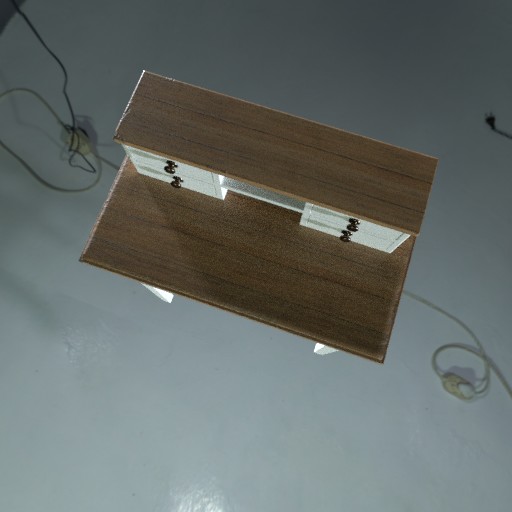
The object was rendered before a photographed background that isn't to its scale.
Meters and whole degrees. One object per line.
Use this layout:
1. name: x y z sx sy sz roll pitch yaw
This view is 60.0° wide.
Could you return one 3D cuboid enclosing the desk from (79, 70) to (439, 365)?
1. desk: 0.000 0.000 1.447 0.814 0.981 0.462 18 76 5
